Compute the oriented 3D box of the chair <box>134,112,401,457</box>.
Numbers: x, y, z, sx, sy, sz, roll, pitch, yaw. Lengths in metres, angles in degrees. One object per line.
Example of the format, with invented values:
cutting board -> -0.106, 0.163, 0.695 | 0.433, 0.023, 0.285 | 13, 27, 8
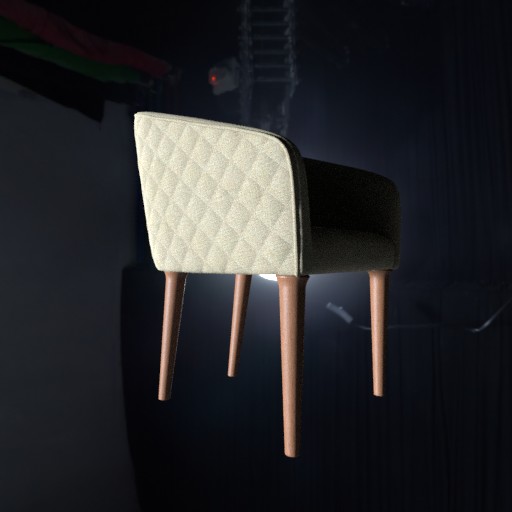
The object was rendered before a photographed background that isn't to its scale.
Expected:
chair -> 0.000, 0.000, 1.202 | 0.616, 0.775, 0.584 | 0, 0, 36
